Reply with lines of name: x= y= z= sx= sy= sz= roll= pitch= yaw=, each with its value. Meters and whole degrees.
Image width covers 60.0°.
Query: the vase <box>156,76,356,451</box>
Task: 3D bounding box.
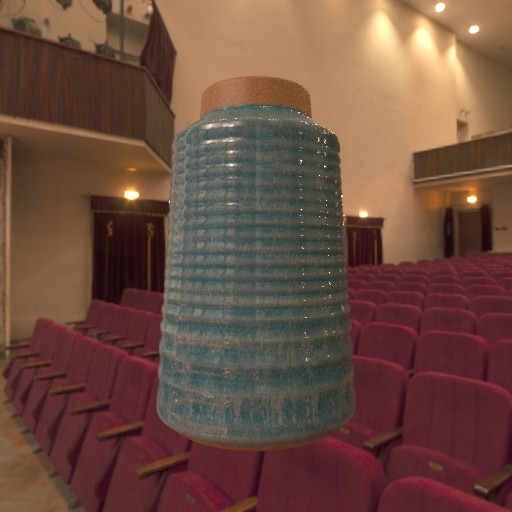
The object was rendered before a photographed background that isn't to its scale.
vase: x=0.000 y=0.000 z=0.372 sx=0.163 sy=0.267 sz=0.163 roll=0 pitch=0 yaw=0
